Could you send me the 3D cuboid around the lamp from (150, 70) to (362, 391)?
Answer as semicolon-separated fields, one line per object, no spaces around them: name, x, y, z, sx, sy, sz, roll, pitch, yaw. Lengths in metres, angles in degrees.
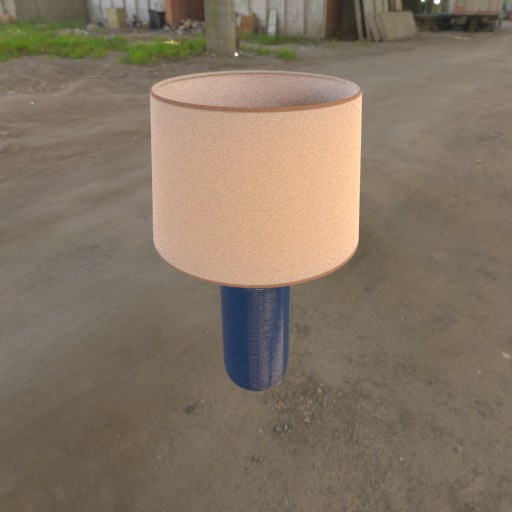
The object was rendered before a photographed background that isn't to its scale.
lamp;0.000;0.000;0.835;0.367;0.609;0.367;0;30;0
